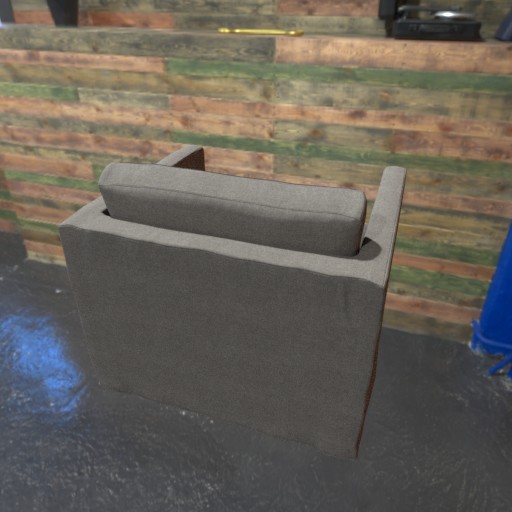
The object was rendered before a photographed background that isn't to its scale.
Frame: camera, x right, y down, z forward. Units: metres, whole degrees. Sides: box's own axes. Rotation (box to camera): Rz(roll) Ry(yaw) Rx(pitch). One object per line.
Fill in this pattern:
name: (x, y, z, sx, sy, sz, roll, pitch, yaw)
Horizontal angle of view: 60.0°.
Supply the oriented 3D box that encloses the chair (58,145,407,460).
chair: (0.000, 0.000, 1.761, 1.057, 0.863, 0.949, 10, 32, 17)
